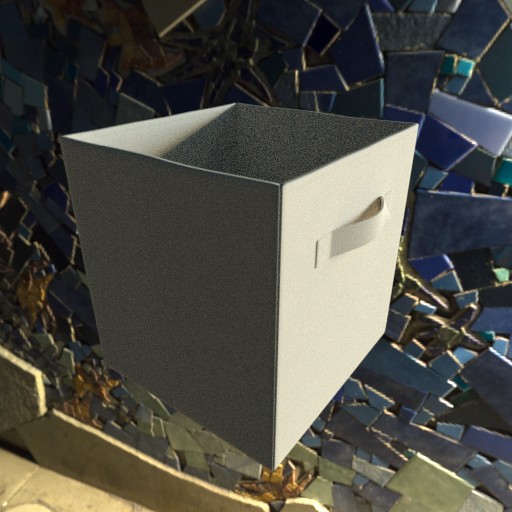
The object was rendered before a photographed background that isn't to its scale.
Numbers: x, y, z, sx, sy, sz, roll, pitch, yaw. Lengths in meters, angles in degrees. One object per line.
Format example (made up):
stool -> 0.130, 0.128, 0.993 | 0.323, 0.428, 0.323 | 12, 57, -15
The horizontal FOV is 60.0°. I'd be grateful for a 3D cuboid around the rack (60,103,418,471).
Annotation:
rack -> 0.000, 0.000, 0.503 | 0.270, 0.280, 0.270 | 19, 32, 32
